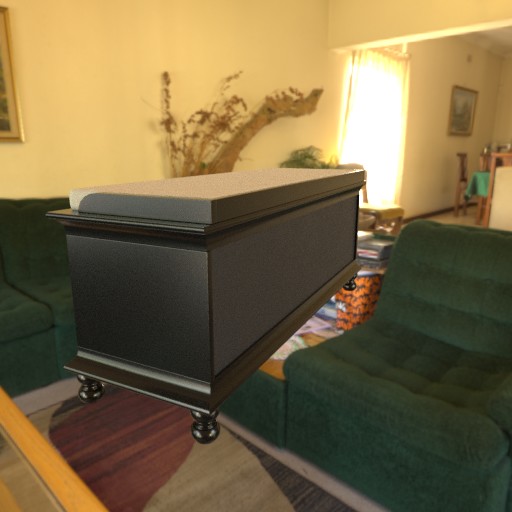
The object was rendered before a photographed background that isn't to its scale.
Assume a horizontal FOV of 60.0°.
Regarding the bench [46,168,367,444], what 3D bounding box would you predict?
[{"bbox_3d":[0.000,0.000,1.414,0.402,0.501,1.185,7,16,26],"label":"bench"}]
